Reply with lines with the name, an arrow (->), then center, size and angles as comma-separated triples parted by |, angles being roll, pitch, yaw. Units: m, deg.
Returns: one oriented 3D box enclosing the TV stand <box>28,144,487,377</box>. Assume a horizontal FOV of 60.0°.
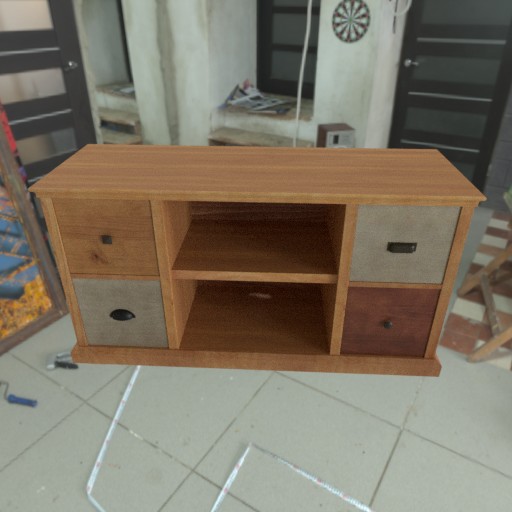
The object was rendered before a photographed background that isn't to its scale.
TV stand -> 0.000, 0.000, 1.458 | 1.181, 0.607, 0.417 | 2, 30, 3
